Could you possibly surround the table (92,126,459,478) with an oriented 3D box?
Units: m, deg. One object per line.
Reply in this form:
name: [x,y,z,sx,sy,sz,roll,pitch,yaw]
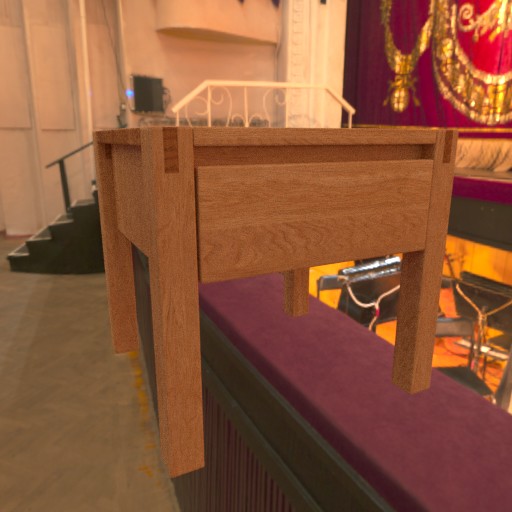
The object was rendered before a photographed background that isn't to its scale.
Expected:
table: [0.000,0.000,0.824,0.480,0.450,0.440,-8,17,-26]
